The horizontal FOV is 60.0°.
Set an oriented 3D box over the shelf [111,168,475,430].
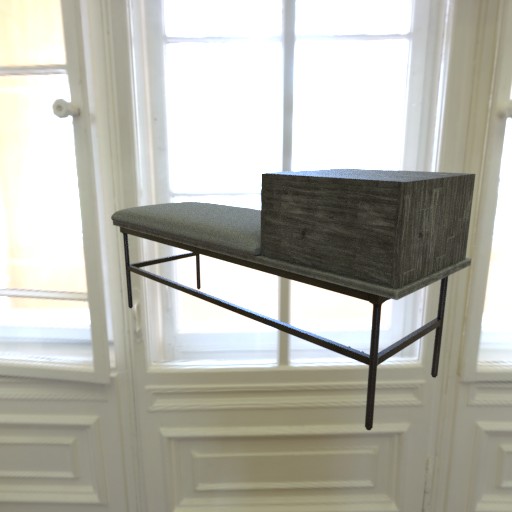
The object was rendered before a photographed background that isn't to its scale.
[{"bbox_3d":[0.000,0.000,1.618,0.457,0.633,1.342,-13,19,-43],"label":"shelf"}]
